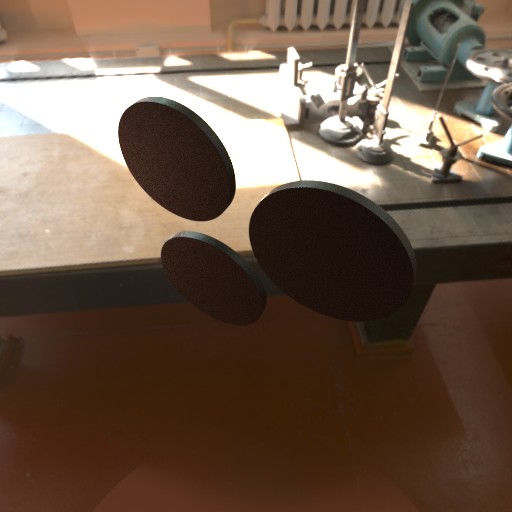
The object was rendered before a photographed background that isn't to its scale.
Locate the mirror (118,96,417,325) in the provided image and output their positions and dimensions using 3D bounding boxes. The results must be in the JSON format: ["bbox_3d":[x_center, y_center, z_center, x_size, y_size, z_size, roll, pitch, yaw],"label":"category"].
[{"bbox_3d":[0.000,0.000,3.230,2.160,2.096,0.076,22,51,19],"label":"mirror"}]
